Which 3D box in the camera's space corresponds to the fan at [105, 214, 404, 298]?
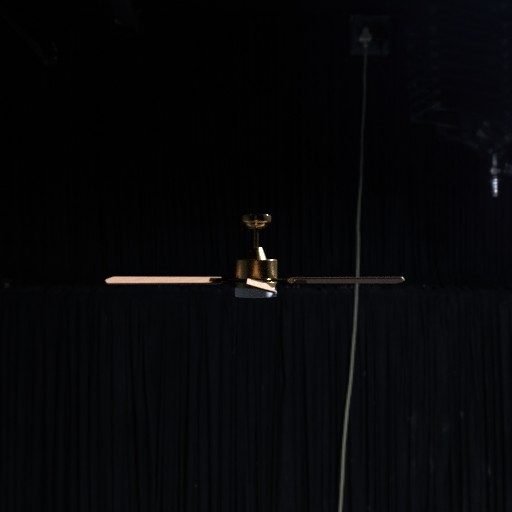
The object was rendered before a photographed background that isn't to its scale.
[{"bbox_3d":[0.000,0.000,1.965,1.320,0.355,1.320,0,-1,-1],"label":"fan"}]
